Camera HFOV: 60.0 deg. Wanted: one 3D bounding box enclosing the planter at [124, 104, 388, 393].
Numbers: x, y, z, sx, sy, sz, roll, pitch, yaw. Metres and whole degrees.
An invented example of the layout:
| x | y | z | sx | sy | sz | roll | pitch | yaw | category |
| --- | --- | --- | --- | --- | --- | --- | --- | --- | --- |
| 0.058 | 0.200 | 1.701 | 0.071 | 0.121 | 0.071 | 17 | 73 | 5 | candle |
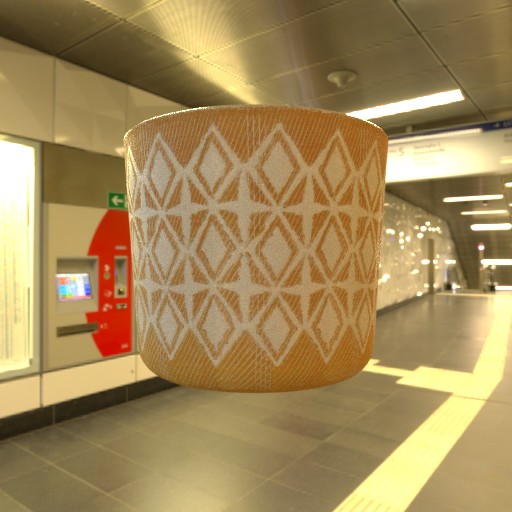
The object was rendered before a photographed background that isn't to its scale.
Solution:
| x | y | z | sx | sy | sz | roll | pitch | yaw | category |
| --- | --- | --- | --- | --- | --- | --- | --- | --- | --- |
| 0.000 | 0.000 | 0.337 | 0.193 | 0.165 | 0.193 | 0 | 0 | 0 | planter |
